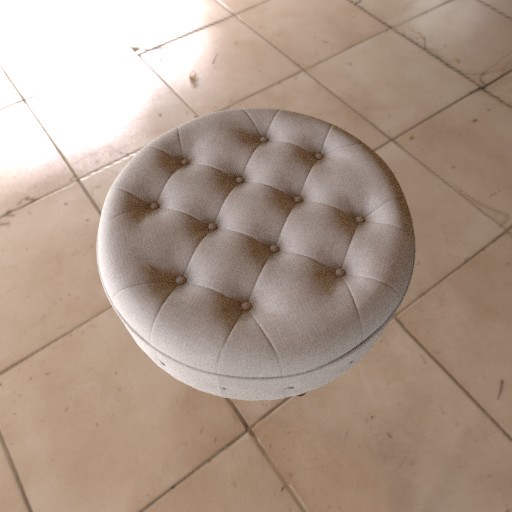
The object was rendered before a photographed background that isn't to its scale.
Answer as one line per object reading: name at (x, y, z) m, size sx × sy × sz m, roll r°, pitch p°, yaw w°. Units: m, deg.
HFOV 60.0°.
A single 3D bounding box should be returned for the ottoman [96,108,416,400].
ottoman at (0.000, 0.000, 1.339) m, size 0.849 × 0.478 × 0.849 m, roll 0°, pitch 58°, yaw 0°
